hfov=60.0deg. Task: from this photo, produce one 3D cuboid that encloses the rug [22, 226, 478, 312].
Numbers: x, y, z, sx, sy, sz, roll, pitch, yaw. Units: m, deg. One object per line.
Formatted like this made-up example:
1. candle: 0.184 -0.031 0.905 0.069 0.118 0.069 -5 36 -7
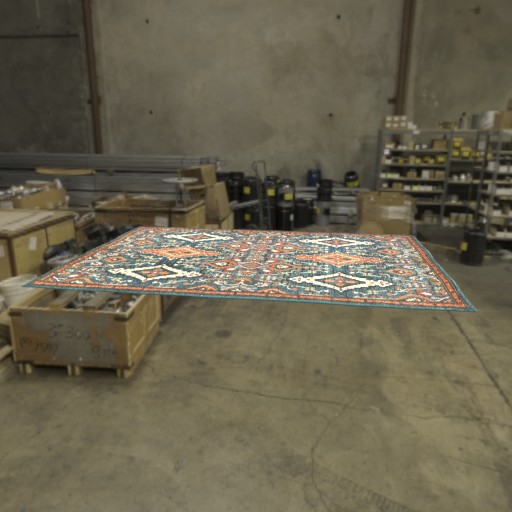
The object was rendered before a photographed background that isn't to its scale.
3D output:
1. rug: 0.000 0.000 3.009 2.373 0.009 1.622 2 16 8
